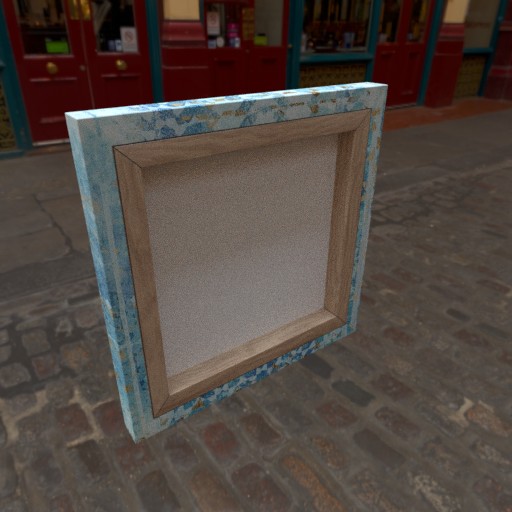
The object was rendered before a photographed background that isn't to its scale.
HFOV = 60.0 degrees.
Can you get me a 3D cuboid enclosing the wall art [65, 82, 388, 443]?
[{"bbox_3d":[0.000,0.000,0.591,0.405,0.405,0.037,-18,33,-31],"label":"wall art"}]
